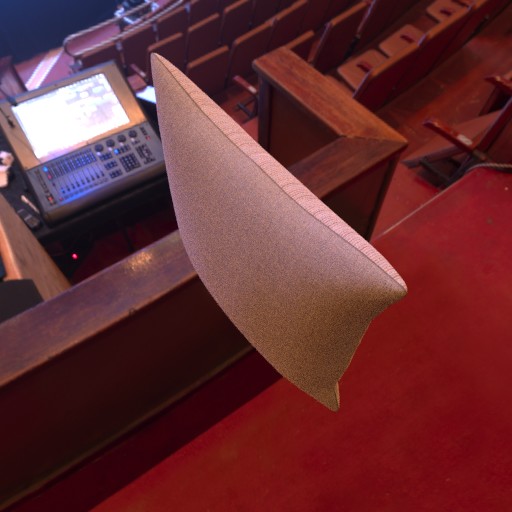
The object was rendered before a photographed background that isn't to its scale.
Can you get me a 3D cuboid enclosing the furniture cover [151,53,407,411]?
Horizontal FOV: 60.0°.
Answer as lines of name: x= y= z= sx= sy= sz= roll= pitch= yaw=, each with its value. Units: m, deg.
furniture cover: x=0.000 y=0.000 z=0.761 sx=0.178 sy=0.506 sz=0.512 roll=-33 pitch=63 yaw=-19
